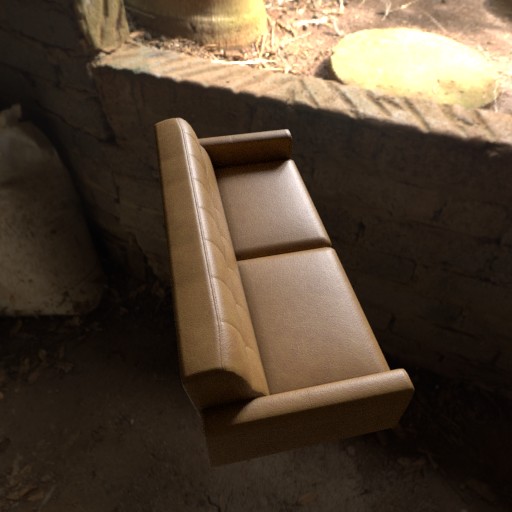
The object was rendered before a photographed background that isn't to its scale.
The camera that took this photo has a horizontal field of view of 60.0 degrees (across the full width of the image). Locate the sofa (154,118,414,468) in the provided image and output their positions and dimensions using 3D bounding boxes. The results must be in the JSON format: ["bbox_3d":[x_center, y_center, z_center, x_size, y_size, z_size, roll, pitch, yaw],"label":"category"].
[{"bbox_3d":[0.000,0.000,2.653,0.980,0.892,2.137,-9,48,-8],"label":"sofa"}]
